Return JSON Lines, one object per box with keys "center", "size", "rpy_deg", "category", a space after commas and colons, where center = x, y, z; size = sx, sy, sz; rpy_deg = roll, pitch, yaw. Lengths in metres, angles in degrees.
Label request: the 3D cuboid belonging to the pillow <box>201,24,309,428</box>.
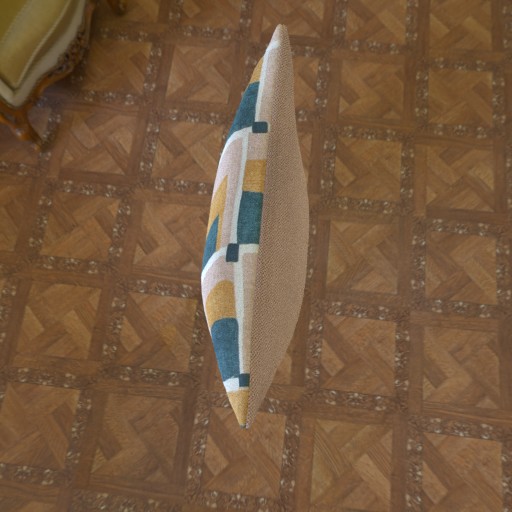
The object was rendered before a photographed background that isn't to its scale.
{"center": [0.000, 0.000, 0.718], "size": [0.158, 0.479, 0.478], "rpy_deg": [5, 74, 1], "category": "pillow"}
